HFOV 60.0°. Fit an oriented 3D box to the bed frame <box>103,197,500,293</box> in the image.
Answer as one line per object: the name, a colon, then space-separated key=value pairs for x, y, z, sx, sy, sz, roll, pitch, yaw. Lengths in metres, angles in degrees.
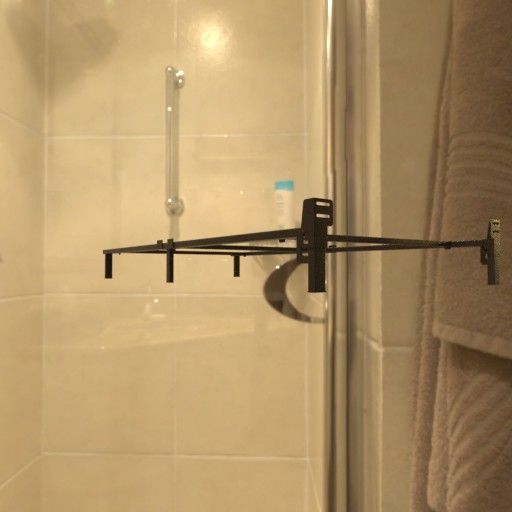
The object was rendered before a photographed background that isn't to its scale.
bed frame: x=0.000 y=0.000 z=2.201 sx=0.968 sy=0.248 sz=1.897 roll=1 pitch=-2 yaw=-35
